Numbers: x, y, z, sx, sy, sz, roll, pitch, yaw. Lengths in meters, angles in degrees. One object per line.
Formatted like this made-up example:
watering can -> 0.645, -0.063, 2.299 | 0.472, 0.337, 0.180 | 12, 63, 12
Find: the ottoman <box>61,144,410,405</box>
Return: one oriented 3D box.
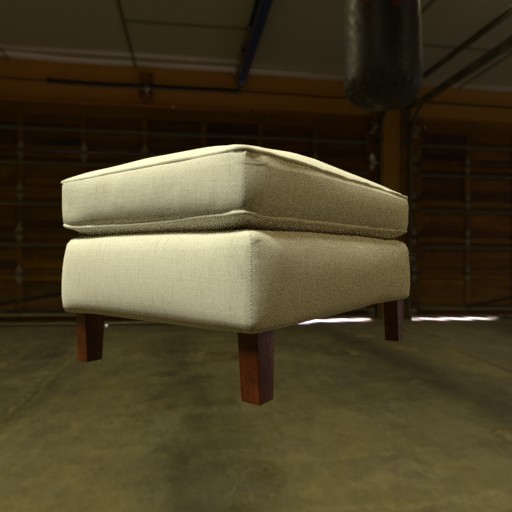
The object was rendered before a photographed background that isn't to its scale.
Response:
ottoman -> 0.000, 0.000, 0.963 | 0.501, 0.406, 0.665 | 0, 0, 37
